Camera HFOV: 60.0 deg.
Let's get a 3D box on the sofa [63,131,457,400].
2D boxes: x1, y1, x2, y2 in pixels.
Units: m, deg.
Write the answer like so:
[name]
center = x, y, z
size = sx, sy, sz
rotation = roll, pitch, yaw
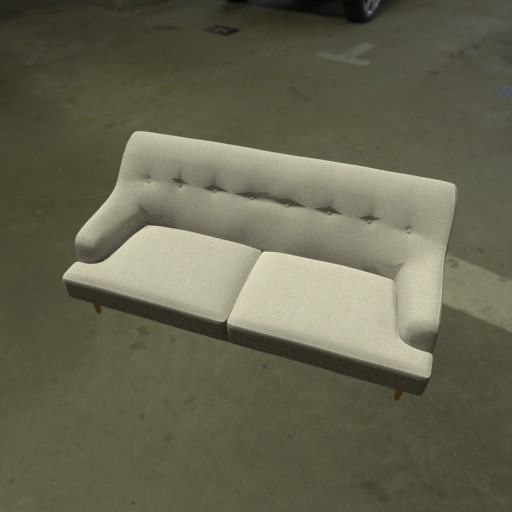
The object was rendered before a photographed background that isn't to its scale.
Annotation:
[sofa]
center = 0.000, 0.000, 2.577
size = 2.057, 0.871, 0.978
rotation = 13, 43, 14
